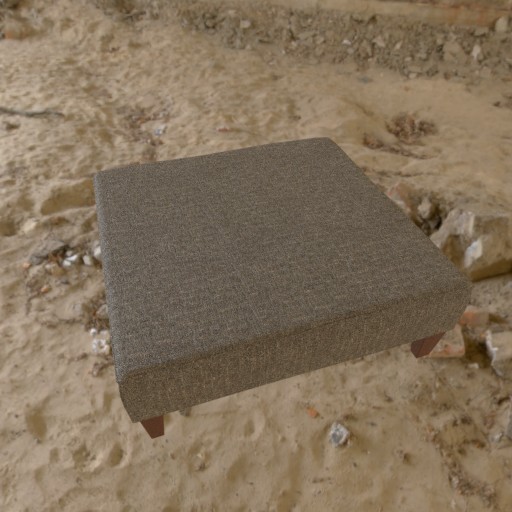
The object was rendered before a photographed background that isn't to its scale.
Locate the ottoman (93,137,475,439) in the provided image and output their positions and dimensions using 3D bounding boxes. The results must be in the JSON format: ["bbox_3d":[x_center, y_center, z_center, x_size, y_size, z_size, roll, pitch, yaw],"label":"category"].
[{"bbox_3d":[0.000,0.000,1.572,1.016,0.379,0.981,-12,43,-14],"label":"ottoman"}]
